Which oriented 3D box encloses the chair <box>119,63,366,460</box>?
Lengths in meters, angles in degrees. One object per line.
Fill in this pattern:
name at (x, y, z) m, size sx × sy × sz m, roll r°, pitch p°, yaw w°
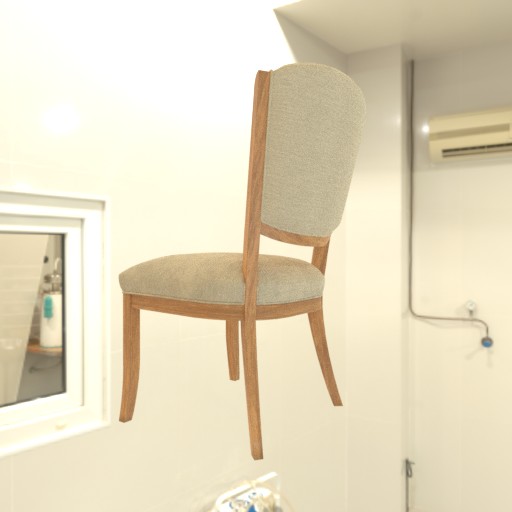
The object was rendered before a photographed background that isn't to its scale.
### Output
chair at (0.000, 0.000, 1.261) m, size 0.584 × 0.905 × 0.513 m, roll 0°, pitch 0°, yaw 35°
